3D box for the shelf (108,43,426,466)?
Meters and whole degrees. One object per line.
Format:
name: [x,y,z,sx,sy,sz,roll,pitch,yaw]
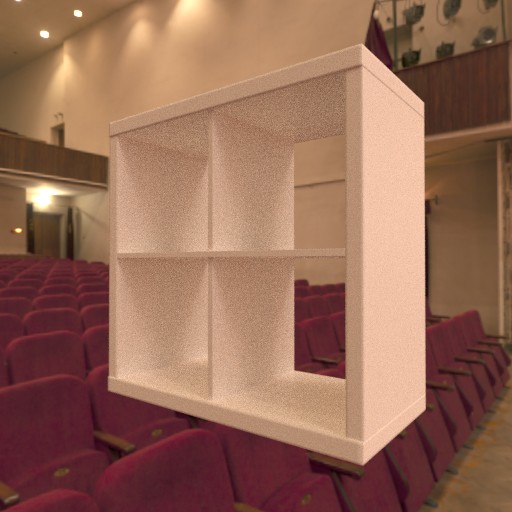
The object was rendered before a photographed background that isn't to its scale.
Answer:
shelf: [0.000,0.000,1.218,0.790,0.786,0.390,-1,-1,37]
